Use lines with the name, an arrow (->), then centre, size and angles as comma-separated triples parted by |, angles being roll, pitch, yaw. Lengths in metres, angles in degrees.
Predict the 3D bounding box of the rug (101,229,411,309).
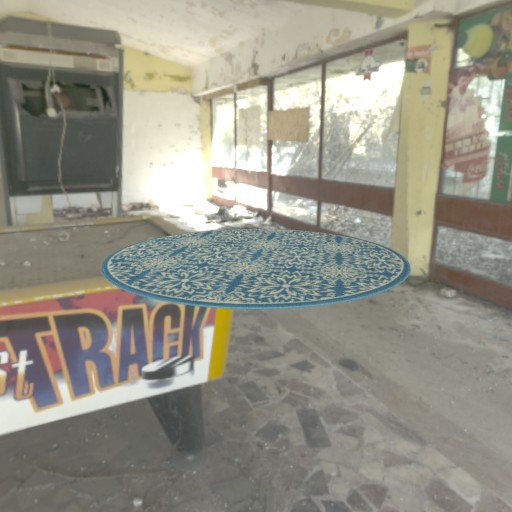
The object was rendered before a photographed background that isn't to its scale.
rug -> 0.000, 0.000, 2.408 | 1.593, 0.012, 1.593 | 0, 14, 0
